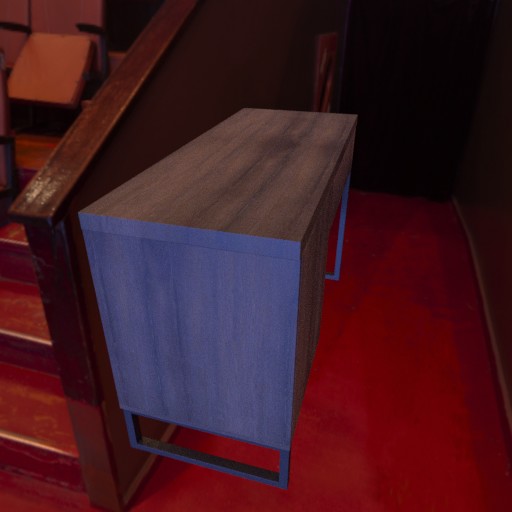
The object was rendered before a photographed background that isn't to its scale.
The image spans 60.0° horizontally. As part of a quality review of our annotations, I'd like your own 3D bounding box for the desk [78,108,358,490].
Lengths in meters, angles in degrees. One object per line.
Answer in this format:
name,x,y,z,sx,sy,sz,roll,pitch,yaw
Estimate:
desk,0.000,0.000,1.529,0.511,0.752,1.134,8,30,14
